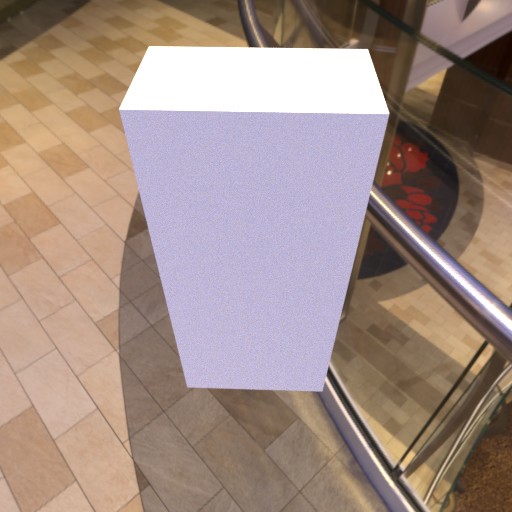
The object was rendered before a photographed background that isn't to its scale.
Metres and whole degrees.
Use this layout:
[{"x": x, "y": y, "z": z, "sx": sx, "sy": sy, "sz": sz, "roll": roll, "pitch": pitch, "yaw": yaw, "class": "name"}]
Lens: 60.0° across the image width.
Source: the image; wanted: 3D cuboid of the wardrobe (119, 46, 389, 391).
[{"x": 0.000, "y": 0.000, "z": 2.027, "sx": 0.760, "sy": 1.700, "sz": 0.470, "roll": 1, "pitch": 47, "yaw": 1, "class": "wardrobe"}]
